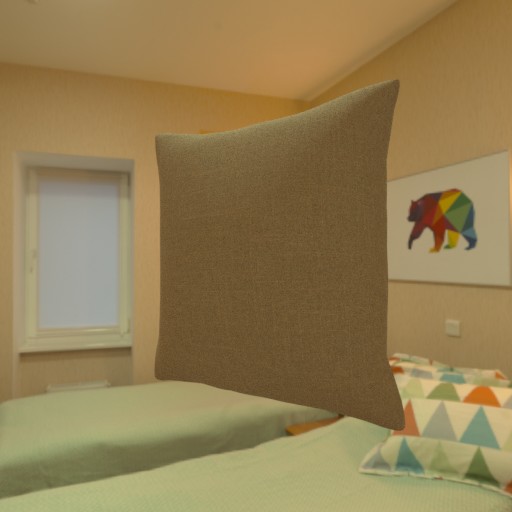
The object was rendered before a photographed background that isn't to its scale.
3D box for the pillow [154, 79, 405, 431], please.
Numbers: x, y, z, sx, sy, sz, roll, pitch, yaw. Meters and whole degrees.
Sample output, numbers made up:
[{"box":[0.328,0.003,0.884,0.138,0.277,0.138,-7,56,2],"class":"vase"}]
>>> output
[{"box":[0.000,0.000,0.778,0.512,0.506,0.178,-1,-1,34],"class":"pillow"}]
